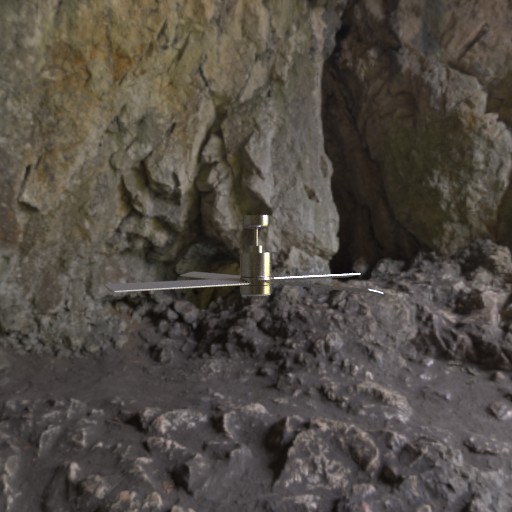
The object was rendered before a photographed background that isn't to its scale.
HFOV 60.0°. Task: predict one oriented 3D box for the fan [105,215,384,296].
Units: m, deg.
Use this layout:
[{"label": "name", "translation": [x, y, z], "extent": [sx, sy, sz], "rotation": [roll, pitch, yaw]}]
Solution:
[{"label": "fan", "translation": [0.000, 0.000, 1.973], "extent": [1.322, 0.355, 1.322], "rotation": [-1, 1, -37]}]
